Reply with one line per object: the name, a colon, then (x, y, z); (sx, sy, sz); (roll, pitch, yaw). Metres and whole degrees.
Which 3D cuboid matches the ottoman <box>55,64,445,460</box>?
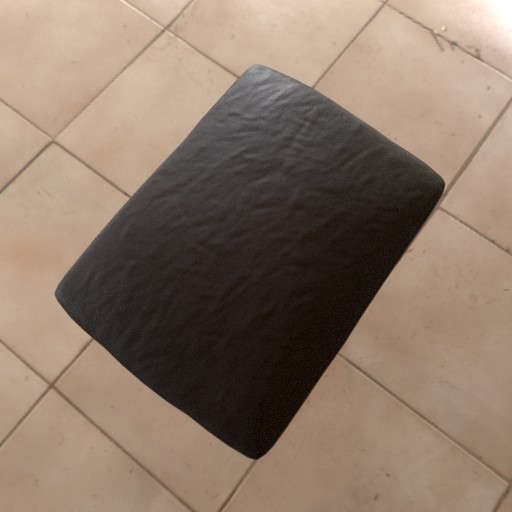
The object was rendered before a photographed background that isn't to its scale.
ottoman: (0.000, 0.000, 1.291); (0.659, 0.529, 0.887); (35, 77, 9)
